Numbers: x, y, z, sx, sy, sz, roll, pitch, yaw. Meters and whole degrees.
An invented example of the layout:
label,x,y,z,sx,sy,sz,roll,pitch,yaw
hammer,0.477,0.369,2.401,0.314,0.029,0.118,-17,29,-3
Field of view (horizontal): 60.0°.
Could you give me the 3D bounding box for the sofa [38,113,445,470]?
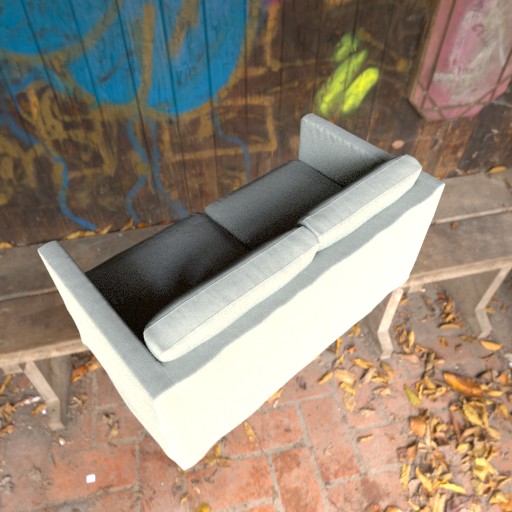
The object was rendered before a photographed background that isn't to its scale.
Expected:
label,x,y,z,sx,sy,sz,roll,pitch,yaw
sofa,0.000,0.000,2.239,1.727,0.830,0.944,-33,55,-27
